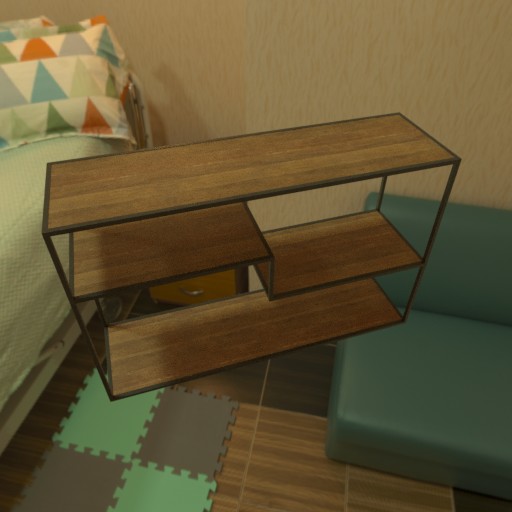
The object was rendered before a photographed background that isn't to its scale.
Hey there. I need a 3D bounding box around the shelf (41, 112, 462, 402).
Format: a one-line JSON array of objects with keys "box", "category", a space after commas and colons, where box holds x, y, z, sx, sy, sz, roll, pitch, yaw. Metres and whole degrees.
[{"box": [0.000, 0.000, 1.588, 1.201, 0.765, 0.361, -12, 43, -13], "category": "shelf"}]
